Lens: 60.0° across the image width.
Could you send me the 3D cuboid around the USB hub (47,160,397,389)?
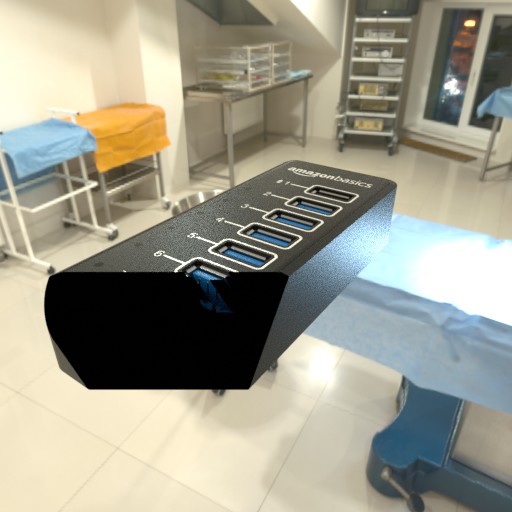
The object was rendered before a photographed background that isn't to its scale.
[{"bbox_3d":[0.000,0.000,0.129,0.044,0.023,0.110,20,35,30],"label":"USB hub"}]
